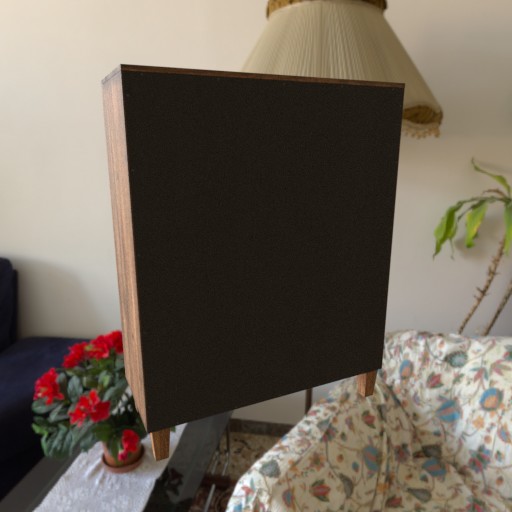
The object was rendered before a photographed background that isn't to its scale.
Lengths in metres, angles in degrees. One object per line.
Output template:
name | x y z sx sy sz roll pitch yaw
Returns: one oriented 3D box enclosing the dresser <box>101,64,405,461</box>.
dresser | 0.000 0.000 1.849 1.067 1.359 0.438 -7 16 -25
